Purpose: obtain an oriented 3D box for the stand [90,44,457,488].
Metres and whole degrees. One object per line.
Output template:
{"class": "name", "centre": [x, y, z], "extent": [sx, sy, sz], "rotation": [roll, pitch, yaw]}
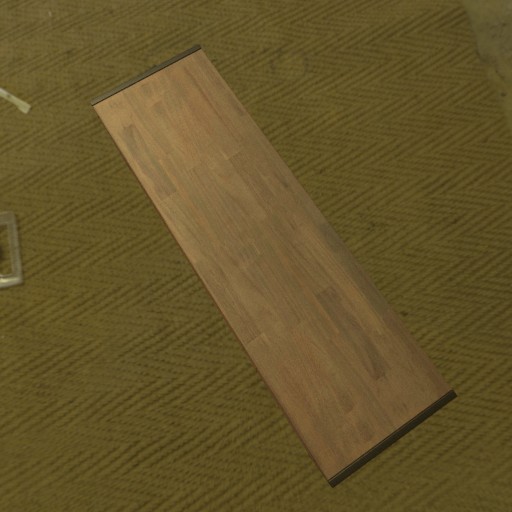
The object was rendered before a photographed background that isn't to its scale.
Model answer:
{"class": "stand", "centre": [0.000, 0.000, 1.677], "extent": [0.454, 0.506, 1.480], "rotation": [-32, 77, -9]}
